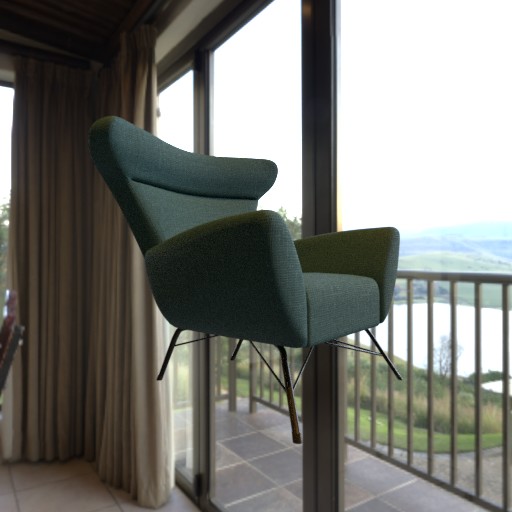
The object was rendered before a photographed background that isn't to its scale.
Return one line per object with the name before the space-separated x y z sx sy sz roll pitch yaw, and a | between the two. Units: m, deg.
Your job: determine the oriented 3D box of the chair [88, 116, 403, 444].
chair | 0.000 0.000 1.737 0.900 0.980 1.050 0 0 38
